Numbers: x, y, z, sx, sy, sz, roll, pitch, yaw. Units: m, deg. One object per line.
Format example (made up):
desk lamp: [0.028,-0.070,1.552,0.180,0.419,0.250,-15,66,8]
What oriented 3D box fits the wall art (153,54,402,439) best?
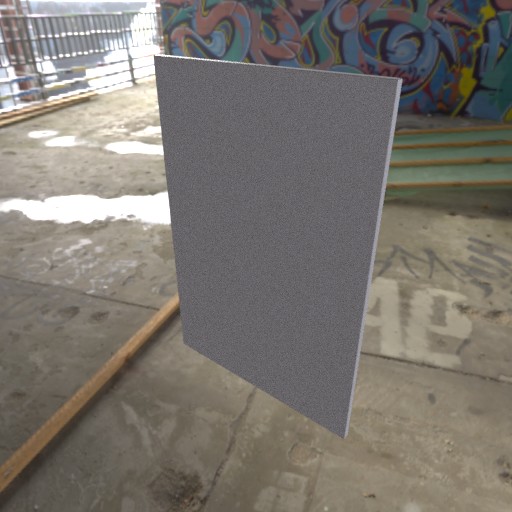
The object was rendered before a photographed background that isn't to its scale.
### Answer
wall art: [0.000,0.000,0.604,0.329,0.482,0.011,22,36,33]
